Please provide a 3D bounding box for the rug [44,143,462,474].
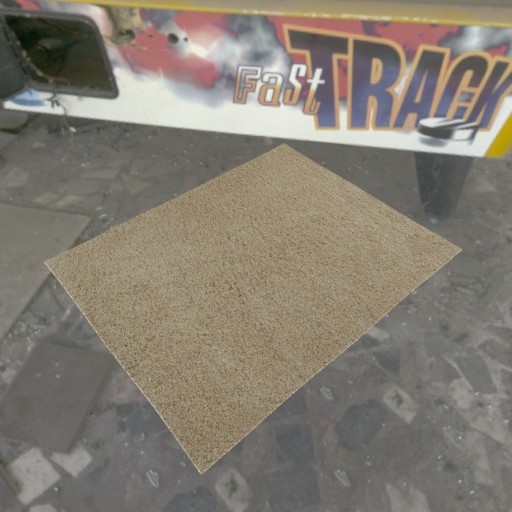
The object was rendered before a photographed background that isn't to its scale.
[{"bbox_3d":[0.000,0.000,4.075,3.000,0.025,2.400,-32,54,-27],"label":"rug"}]
